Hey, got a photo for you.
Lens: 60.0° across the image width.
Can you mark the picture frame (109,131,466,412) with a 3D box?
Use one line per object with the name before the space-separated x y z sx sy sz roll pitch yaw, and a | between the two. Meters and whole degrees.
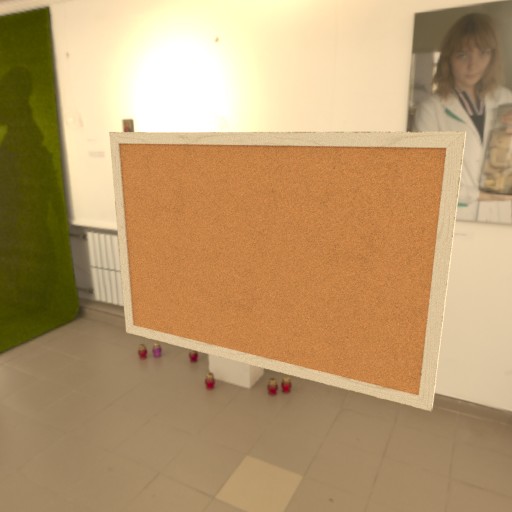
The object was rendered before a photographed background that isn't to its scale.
picture frame | 0.000 0.000 1.188 0.950 0.640 0.029 8 17 26
